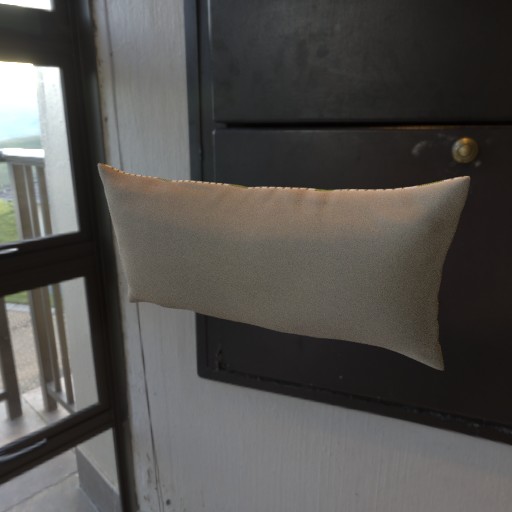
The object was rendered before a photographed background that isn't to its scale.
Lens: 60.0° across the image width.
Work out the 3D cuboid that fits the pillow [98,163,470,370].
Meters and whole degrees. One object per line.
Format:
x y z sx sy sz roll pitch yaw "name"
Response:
0.000 0.000 0.731 0.608 0.292 0.156 8 18 25 "pillow"
